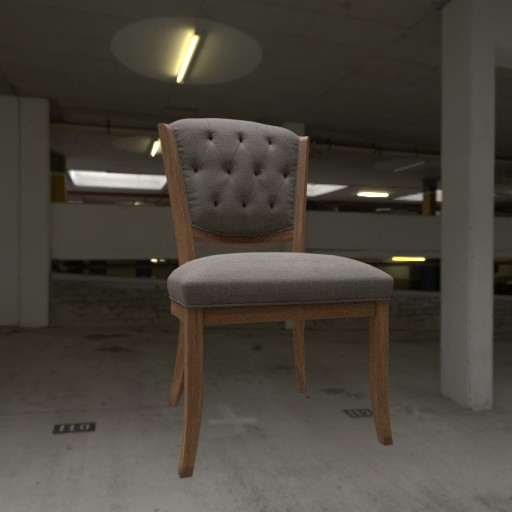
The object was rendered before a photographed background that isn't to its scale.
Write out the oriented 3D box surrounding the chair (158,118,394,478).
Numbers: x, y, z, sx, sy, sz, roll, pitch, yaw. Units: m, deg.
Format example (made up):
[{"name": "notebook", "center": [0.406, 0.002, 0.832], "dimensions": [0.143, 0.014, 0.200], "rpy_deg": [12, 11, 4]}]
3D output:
[{"name": "chair", "center": [0.000, 0.000, 1.250], "dimensions": [0.513, 0.905, 0.584], "rpy_deg": [0, 1, -18]}]
